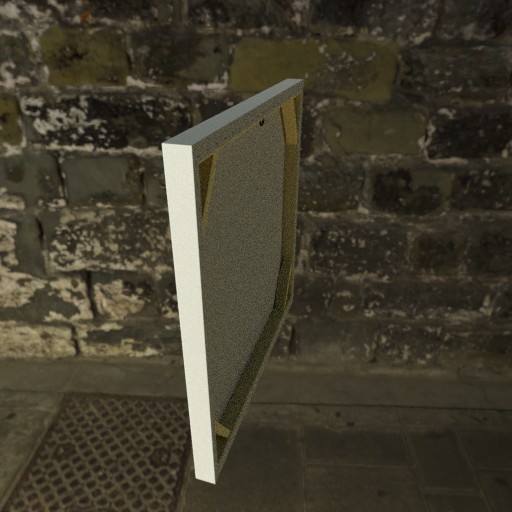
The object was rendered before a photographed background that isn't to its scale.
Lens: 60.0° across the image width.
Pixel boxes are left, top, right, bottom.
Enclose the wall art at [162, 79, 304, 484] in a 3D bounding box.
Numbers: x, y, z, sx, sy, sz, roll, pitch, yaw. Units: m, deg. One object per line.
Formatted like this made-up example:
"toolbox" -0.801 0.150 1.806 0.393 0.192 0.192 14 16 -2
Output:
"wall art" 0.000 0.000 0.910 0.038 0.610 0.610 9 30 15
